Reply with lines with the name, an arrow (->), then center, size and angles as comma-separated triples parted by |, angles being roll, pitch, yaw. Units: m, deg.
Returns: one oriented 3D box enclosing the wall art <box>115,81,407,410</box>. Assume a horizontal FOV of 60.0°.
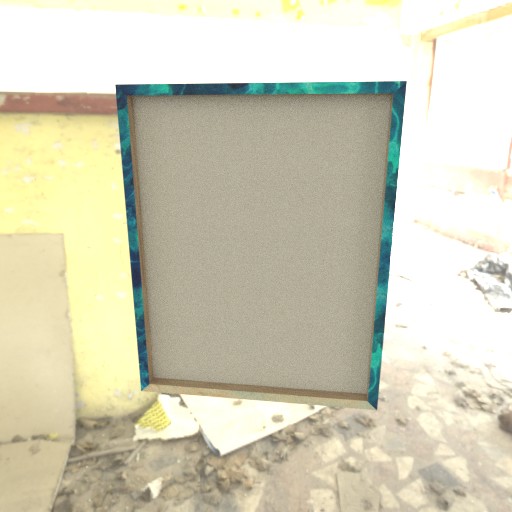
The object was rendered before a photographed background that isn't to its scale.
wall art -> 0.000, 0.000, 1.044 | 0.609, 0.760, 0.038 | 2, 17, 7
